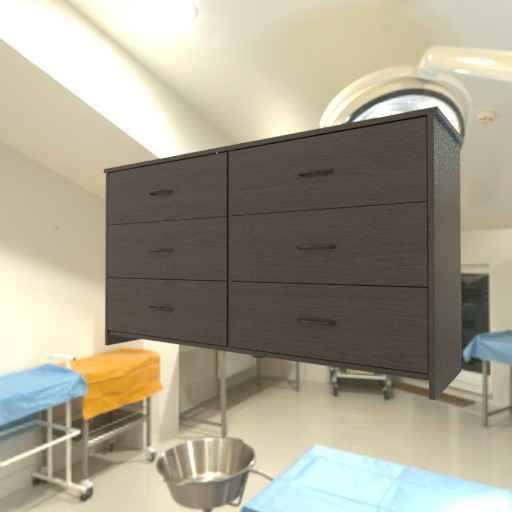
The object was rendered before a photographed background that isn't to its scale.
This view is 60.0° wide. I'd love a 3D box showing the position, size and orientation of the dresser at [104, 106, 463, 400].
[{"bbox_3d":[0.000,0.000,1.655,1.360,0.755,0.401,-1,-1,34],"label":"dresser"}]
